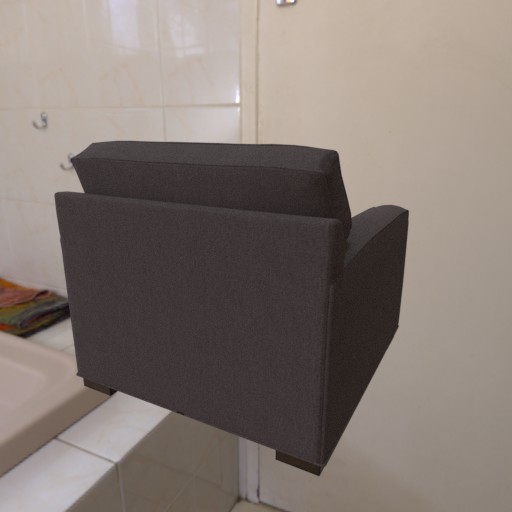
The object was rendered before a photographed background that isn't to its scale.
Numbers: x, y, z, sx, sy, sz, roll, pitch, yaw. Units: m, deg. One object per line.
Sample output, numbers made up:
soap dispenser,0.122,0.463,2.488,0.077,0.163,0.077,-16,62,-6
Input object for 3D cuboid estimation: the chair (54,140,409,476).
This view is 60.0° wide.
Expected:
chair,0.000,0.000,1.776,0.997,0.913,1.043,9,19,27
